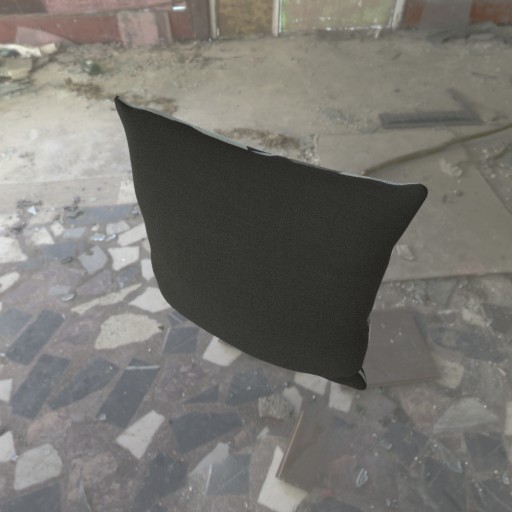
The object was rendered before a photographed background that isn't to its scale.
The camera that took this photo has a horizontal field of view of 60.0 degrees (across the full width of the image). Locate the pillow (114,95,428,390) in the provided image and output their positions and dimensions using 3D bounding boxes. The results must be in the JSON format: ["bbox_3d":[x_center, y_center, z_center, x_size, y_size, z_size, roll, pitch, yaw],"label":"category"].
[{"bbox_3d":[0.000,0.000,0.784,0.503,0.496,0.208,23,50,20],"label":"pillow"}]
